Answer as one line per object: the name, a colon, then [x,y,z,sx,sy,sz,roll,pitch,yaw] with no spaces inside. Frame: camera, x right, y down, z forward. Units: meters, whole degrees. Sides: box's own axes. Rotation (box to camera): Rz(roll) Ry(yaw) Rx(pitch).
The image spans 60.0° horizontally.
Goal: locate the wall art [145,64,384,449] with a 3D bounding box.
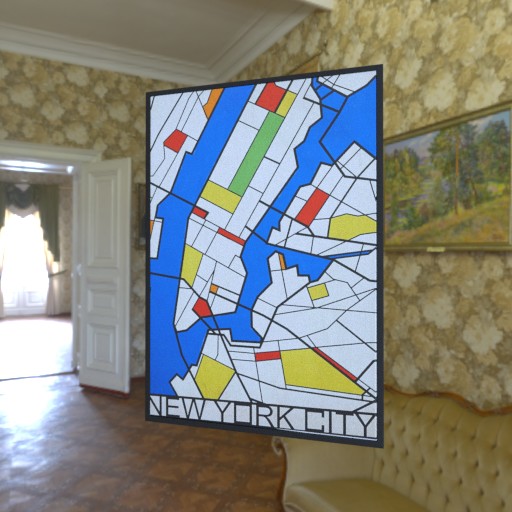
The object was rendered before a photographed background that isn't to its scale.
wall art: [0.000,0.000,0.831,0.460,0.660,0.013,0,0,16]
